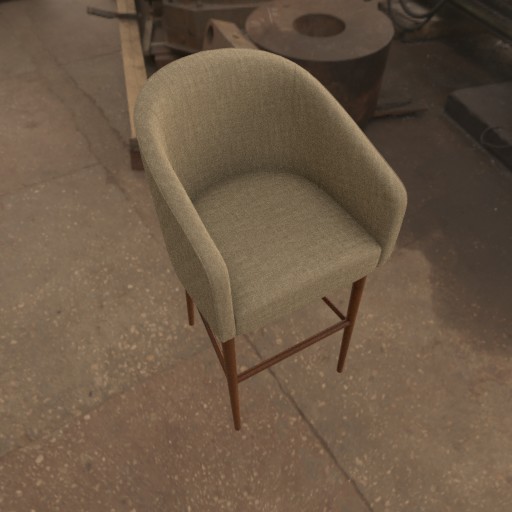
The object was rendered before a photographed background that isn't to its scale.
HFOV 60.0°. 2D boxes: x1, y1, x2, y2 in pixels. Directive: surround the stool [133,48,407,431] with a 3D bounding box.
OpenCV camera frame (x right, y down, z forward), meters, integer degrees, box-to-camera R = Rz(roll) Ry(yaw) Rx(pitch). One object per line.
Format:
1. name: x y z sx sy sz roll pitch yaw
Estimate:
1. stool: 0.000 0.000 1.425 0.559 1.078 0.607 -23 51 -20
